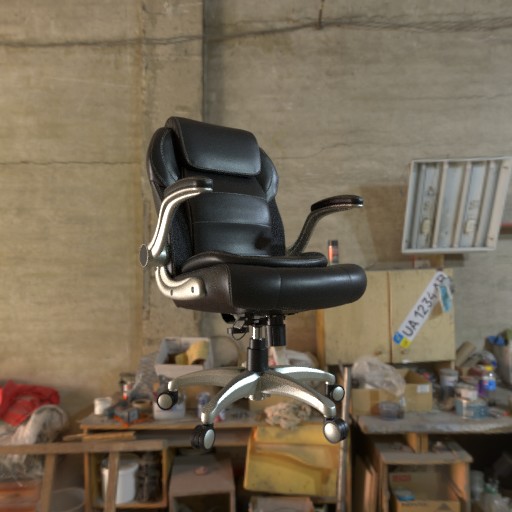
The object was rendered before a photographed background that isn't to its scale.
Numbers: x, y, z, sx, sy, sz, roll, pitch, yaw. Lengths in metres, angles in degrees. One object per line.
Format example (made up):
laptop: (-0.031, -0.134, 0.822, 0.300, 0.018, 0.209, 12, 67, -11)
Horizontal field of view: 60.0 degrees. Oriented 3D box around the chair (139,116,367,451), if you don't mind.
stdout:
chair: (0.000, 0.000, 1.636, 0.724, 1.141, 0.801, 1, -1, -35)
